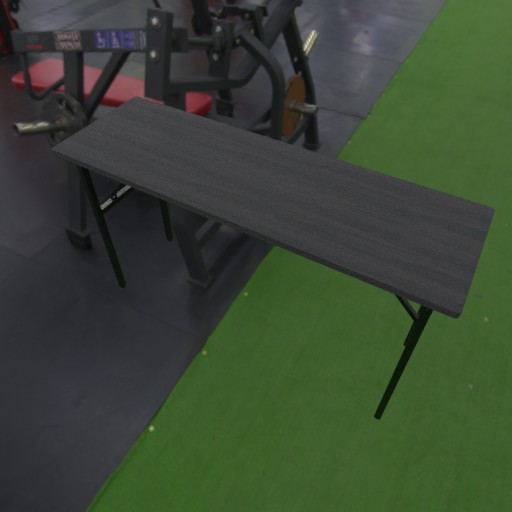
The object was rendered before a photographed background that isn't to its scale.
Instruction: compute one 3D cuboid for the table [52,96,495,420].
[{"bbox_3d":[0.000,0.000,1.709,1.399,0.750,0.449,23,51,20],"label":"table"}]
